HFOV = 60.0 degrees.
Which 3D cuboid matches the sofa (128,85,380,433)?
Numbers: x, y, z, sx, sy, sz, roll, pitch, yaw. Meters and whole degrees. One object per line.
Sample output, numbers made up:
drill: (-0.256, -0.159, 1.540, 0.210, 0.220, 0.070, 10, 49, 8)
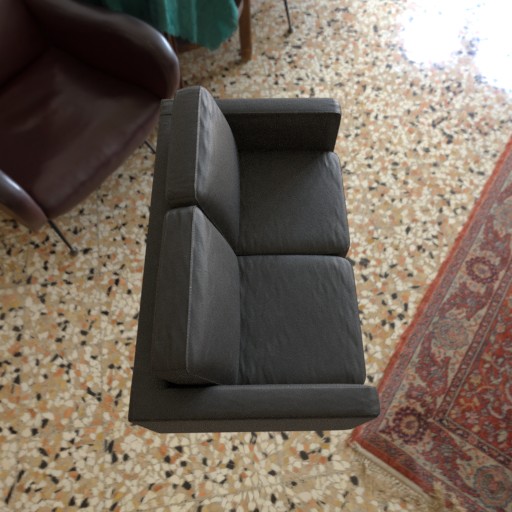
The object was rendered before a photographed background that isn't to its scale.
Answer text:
sofa: (0.000, 0.000, 1.987, 0.879, 0.899, 1.430, -1, 64, 0)
